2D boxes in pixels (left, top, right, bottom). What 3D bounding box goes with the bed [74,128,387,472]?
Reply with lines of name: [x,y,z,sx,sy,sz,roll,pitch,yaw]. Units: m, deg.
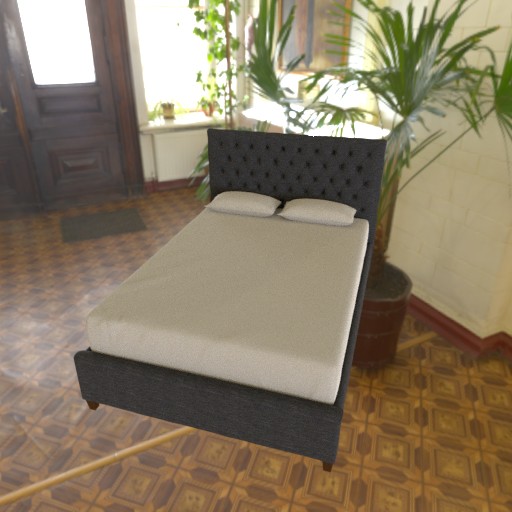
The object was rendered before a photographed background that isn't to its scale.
bed: [0.000,0.000,3.434,1.698,1.427,2.387,8,28,15]
